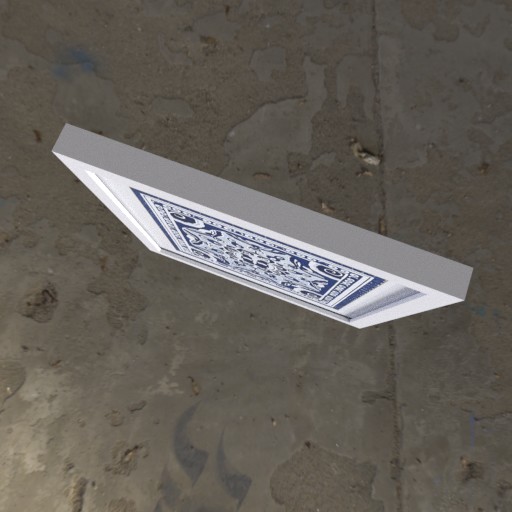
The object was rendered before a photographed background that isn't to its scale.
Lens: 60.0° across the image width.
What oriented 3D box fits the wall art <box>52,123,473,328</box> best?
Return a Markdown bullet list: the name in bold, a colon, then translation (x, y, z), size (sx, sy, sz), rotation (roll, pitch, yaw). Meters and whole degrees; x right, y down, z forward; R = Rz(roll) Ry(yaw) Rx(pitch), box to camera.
- **wall art**: translation (0.000, 0.000, 0.532), size (0.355, 0.355, 0.027), rotation (20, 78, 4)
